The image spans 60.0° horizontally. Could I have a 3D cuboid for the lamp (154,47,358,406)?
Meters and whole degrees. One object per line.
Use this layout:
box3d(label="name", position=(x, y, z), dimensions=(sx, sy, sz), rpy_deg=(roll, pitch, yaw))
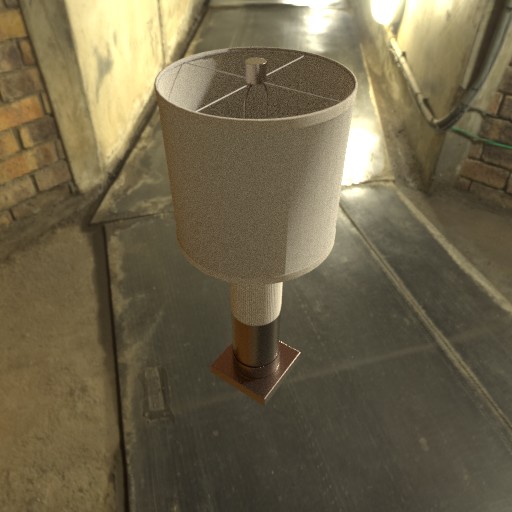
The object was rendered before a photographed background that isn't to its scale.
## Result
box3d(label="lamp", position=(0.000, 0.000, 0.603), dimensions=(0.202, 0.509, 0.202), rpy_deg=(25, 47, 26))
